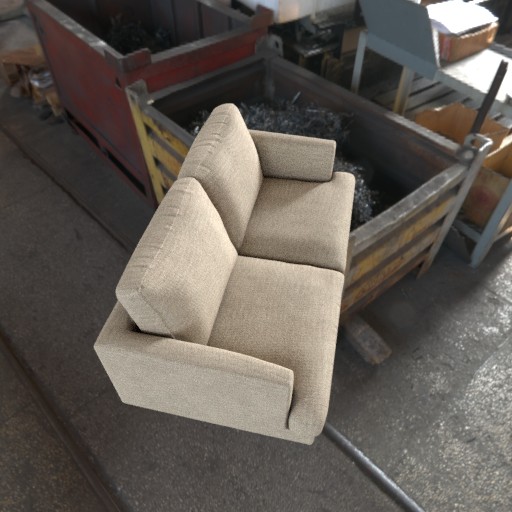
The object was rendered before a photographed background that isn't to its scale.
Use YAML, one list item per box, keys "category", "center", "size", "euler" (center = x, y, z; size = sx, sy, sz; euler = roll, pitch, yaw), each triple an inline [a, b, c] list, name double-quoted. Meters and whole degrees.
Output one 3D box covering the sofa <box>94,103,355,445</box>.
- category: "sofa"
  center: [0.000, 0.000, 2.245]
  size: [0.903, 0.944, 1.582]
  euler: [10, 49, 8]
